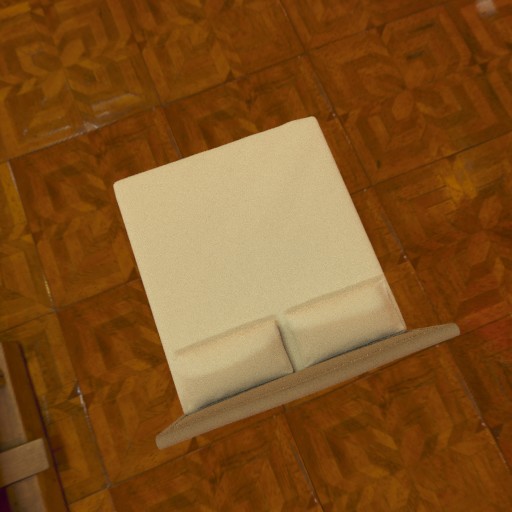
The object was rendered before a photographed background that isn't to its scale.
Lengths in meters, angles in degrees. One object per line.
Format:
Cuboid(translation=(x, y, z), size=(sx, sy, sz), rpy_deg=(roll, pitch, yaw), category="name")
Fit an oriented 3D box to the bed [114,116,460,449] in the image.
Cuboid(translation=(0.000, 0.000, 3.637), size=(2.083, 1.421, 2.182), rpy_deg=(-20, 78, -4), category="bed")
